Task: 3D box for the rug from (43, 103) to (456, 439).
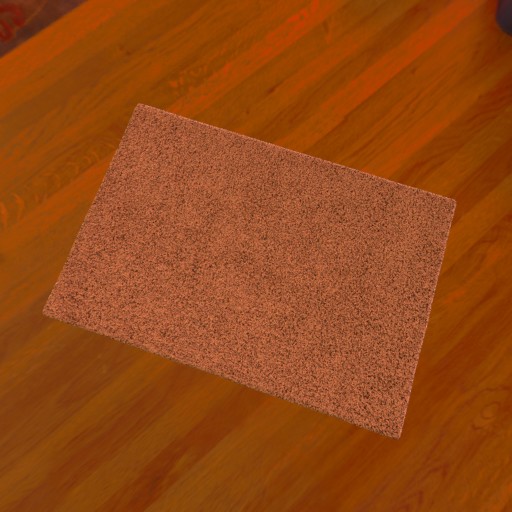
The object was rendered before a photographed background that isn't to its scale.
[{"bbox_3d":[0.000,0.000,2.219,1.778,0.030,1.219,18,77,5],"label":"rug"}]
